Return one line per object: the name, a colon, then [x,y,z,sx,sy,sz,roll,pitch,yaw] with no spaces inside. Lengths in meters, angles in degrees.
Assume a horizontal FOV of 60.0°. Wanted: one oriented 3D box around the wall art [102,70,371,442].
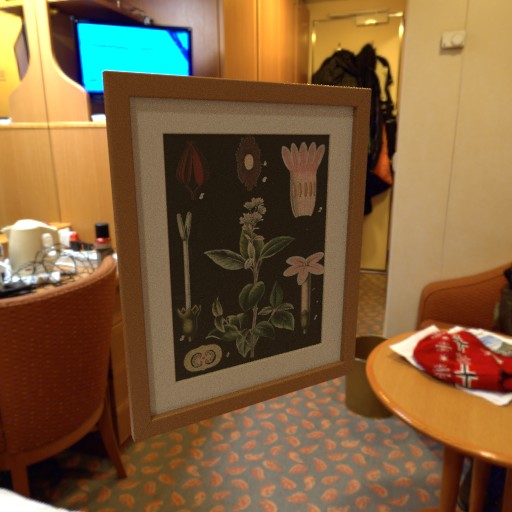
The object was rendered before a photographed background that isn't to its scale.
wall art: [0.000,0.000,0.513,0.310,0.379,0.015,-8,17,-28]
